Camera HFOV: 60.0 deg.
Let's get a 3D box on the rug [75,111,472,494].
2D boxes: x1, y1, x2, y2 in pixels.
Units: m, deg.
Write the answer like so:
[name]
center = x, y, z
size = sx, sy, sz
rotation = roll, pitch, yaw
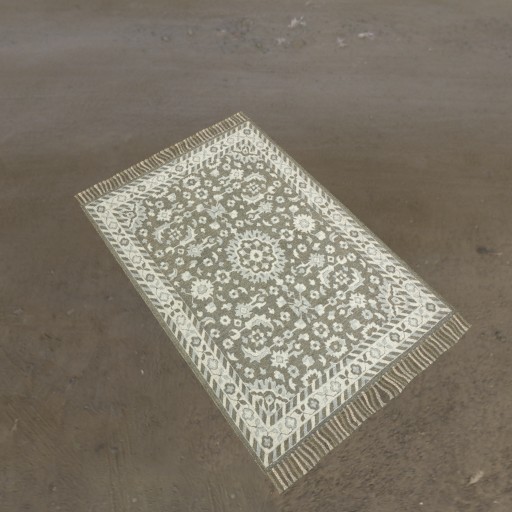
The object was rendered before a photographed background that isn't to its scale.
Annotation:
[rug]
center = 0.000, 0.000, 2.980
size = 1.530, 0.025, 2.431
rotation = -33, 64, -18
